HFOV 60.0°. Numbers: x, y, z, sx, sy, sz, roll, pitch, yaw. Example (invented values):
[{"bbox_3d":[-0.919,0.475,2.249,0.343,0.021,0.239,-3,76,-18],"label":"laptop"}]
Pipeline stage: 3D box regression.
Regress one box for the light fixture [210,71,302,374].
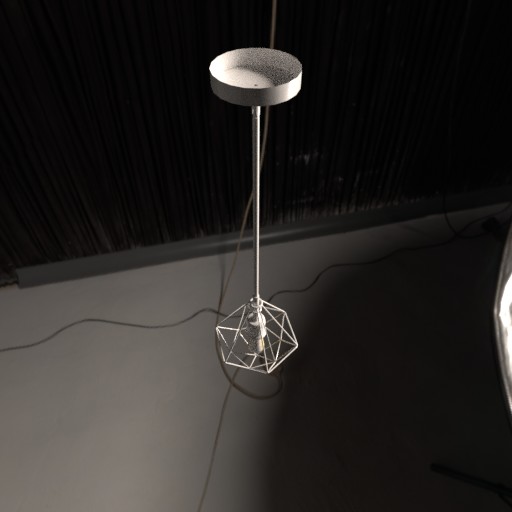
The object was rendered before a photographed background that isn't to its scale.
[{"bbox_3d":[0.000,0.000,2.057,0.431,1.764,0.487,-11,48,-10],"label":"light fixture"}]
